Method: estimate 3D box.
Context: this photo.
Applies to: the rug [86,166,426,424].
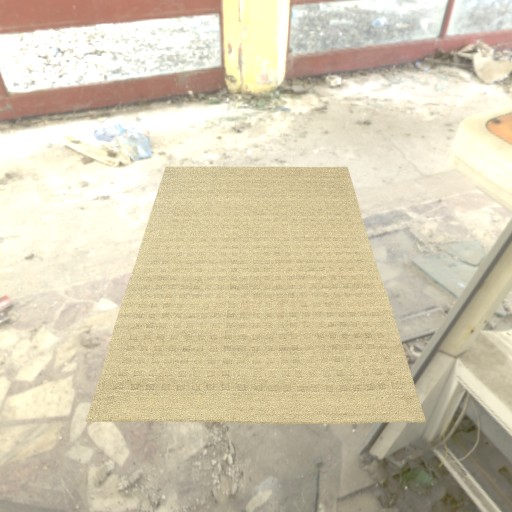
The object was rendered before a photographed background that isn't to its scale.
[{"bbox_3d":[0.000,0.000,2.851,1.532,0.018,2.297,0,40,0],"label":"rug"}]
